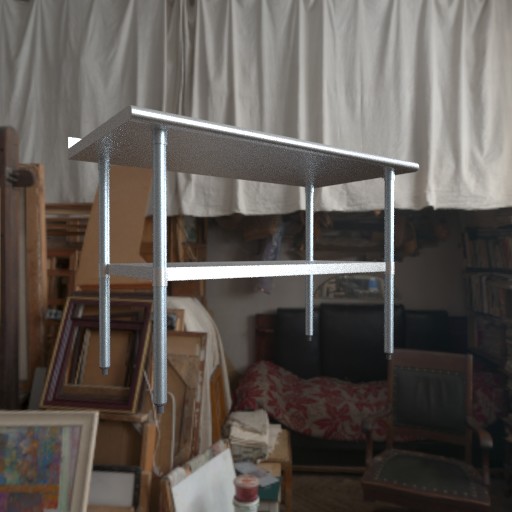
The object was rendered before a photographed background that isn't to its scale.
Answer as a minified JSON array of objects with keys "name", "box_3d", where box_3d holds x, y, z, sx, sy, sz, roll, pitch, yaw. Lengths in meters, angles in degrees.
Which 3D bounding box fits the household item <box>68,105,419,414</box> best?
[{"name":"household item","box_3d":[0.000,0.000,1.707,1.219,0.851,0.610,0,1,-37]}]
